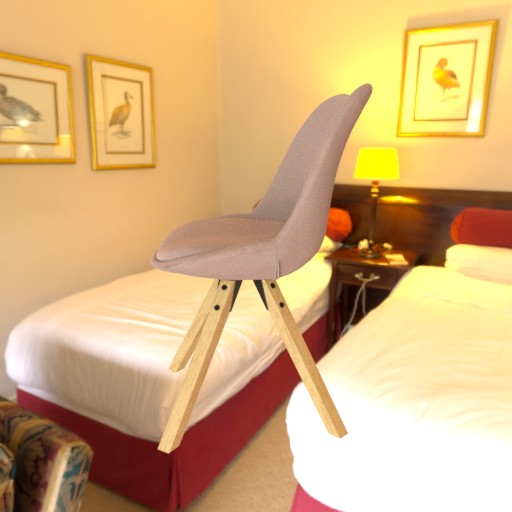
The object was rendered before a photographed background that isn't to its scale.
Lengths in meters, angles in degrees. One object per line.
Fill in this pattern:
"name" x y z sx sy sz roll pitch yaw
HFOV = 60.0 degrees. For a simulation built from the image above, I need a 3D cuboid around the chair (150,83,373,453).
"chair" 0.000 0.000 1.187 0.550 0.850 0.485 -2 14 -7
